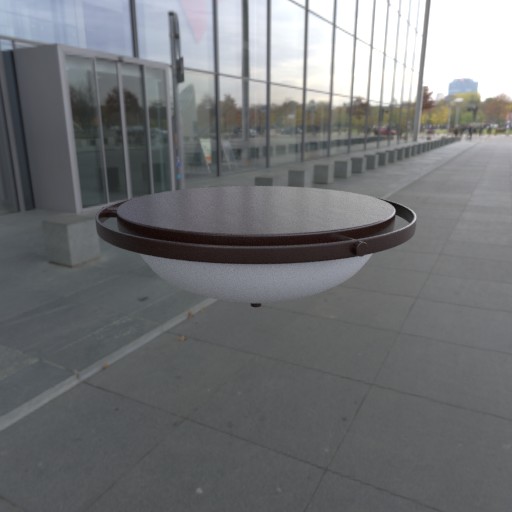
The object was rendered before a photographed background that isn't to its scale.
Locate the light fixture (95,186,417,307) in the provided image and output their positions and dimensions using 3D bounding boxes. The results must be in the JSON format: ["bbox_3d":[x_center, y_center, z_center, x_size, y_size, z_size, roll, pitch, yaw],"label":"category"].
[{"bbox_3d":[0.000,0.000,0.543,0.361,0.130,0.361,0,16,0],"label":"light fixture"}]
